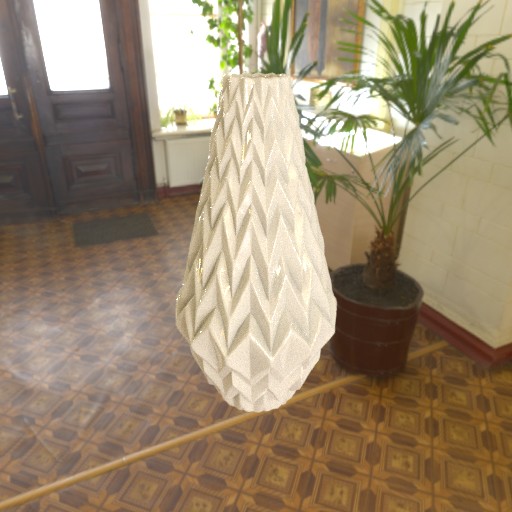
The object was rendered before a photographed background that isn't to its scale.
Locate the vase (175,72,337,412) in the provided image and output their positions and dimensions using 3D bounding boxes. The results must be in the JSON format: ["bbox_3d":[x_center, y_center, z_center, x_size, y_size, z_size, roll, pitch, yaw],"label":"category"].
[{"bbox_3d":[0.000,0.000,0.433,0.167,0.328,0.167,0,26,0],"label":"vase"}]
